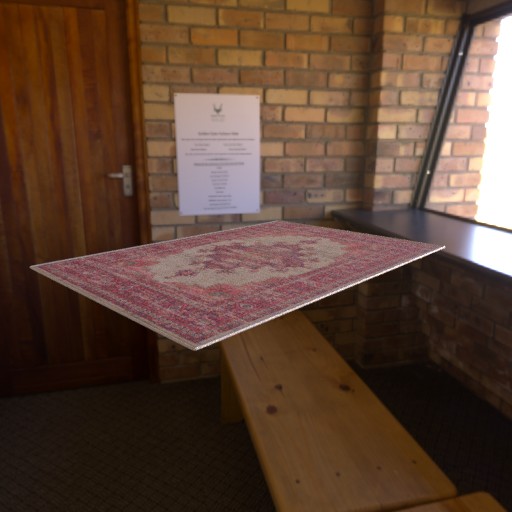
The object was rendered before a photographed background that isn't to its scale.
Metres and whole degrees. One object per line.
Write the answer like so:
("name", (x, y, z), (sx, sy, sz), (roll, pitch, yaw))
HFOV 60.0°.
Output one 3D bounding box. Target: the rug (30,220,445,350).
("rug", (0.000, 0.000, 3.684), (2.005, 0.014, 2.878), (13, 20, 42))
